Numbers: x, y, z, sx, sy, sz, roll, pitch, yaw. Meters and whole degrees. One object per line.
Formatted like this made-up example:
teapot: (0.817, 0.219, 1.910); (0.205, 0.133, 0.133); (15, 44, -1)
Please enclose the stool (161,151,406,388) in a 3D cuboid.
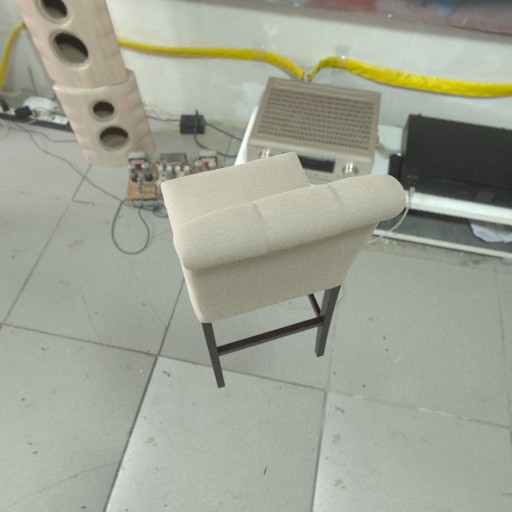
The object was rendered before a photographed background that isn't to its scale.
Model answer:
stool: (0.000, 0.000, 1.447); (0.482, 1.118, 0.610); (-15, 59, -9)
